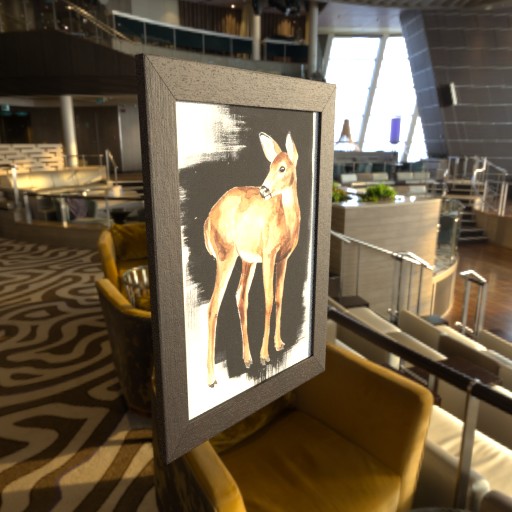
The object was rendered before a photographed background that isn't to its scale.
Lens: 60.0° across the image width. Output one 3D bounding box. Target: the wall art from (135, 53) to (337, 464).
[{"bbox_3d":[0.000,0.000,0.664,0.017,0.513,0.359,14,19,43],"label":"wall art"}]
